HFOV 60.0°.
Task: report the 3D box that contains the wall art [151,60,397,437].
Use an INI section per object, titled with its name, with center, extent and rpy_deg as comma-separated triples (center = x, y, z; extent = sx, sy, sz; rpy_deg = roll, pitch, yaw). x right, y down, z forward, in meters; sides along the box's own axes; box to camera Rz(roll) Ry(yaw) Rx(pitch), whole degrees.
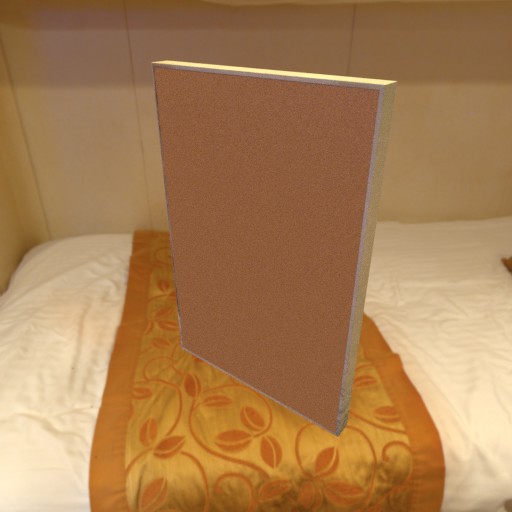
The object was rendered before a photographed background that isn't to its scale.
[wall art]
center = 0.000, 0.000, 0.781
extent = 0.403, 0.607, 0.036
rpy_deg = 20, 35, 32
